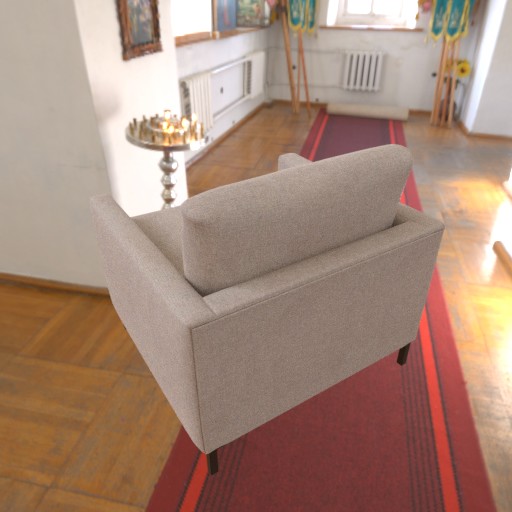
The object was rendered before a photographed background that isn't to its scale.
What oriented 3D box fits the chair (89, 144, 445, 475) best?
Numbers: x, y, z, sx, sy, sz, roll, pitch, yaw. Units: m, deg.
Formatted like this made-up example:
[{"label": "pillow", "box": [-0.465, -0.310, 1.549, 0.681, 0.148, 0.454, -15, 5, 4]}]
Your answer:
[{"label": "chair", "box": [0.000, 0.000, 1.635, 0.963, 0.861, 0.866, -19, 36, -27]}]
